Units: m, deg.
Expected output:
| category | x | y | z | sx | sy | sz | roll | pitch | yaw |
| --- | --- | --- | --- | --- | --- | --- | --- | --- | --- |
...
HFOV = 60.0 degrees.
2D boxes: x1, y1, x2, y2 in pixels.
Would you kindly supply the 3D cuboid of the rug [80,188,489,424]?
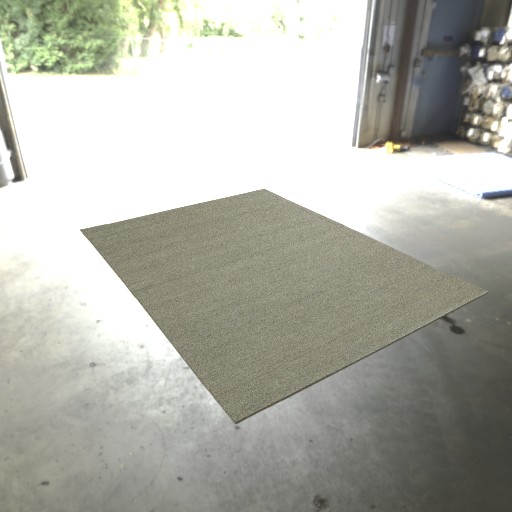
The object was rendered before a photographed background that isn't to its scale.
| category | x | y | z | sx | sy | sz | roll | pitch | yaw |
| --- | --- | --- | --- | --- | --- | --- | --- | --- | --- |
| rug | 0.000 | 0.000 | 4.741 | 2.757 | 0.051 | 3.626 | -17 | 32 | -30 |
